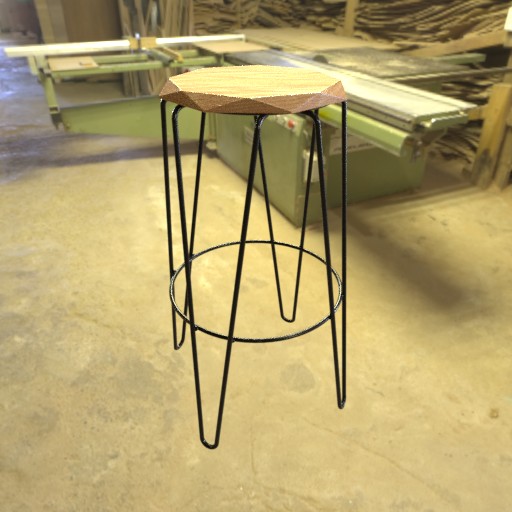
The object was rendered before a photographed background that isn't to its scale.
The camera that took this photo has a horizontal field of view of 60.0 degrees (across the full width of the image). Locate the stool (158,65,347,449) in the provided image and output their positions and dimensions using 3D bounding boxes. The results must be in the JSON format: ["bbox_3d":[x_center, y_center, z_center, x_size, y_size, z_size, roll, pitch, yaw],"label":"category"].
[{"bbox_3d":[0.000,0.000,0.809,0.326,0.610,0.326,-10,33,-16],"label":"stool"}]
